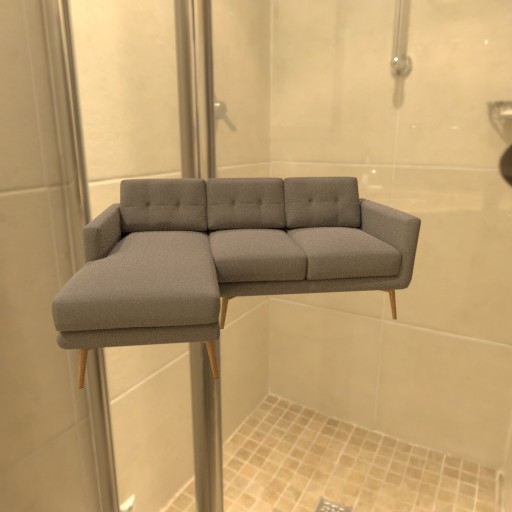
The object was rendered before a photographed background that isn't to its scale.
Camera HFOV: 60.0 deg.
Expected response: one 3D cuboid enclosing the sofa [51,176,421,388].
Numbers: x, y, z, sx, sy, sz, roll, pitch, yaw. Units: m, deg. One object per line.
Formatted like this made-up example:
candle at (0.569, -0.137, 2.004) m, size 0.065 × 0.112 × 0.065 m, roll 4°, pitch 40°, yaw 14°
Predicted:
sofa at (0.000, 0.000, 2.782) m, size 2.040 × 0.860 × 1.530 m, roll -2°, pitch 15°, yaw -7°
